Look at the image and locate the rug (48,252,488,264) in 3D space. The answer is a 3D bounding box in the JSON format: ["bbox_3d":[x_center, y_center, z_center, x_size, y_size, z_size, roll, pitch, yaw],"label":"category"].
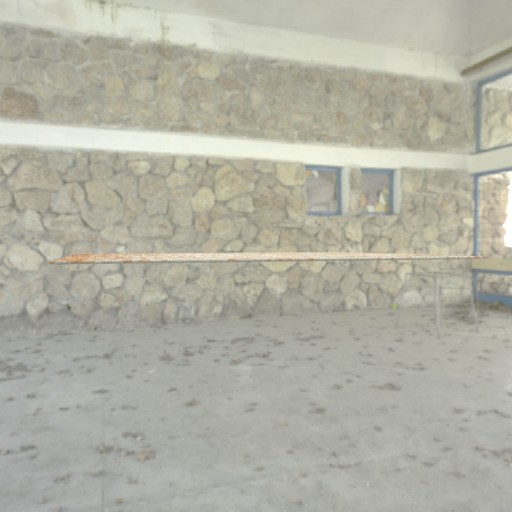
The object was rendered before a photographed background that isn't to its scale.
[{"bbox_3d":[0.000,0.000,2.311,1.829,0.011,1.219,0,2,-18],"label":"rug"}]
